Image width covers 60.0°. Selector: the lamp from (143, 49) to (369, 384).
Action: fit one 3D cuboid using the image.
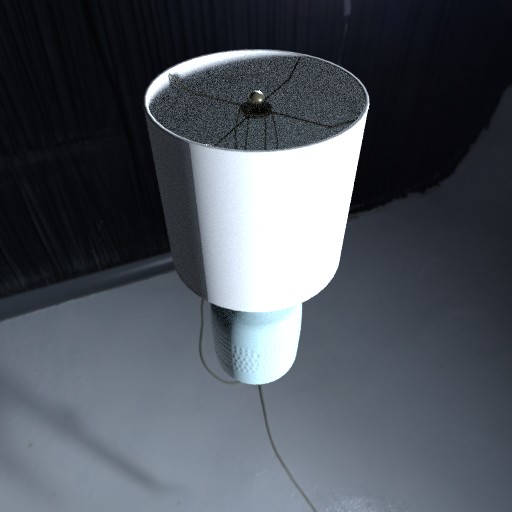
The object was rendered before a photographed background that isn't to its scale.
[{"bbox_3d":[0.000,0.000,1.138,0.418,0.871,0.418,-17,48,-16],"label":"lamp"}]
